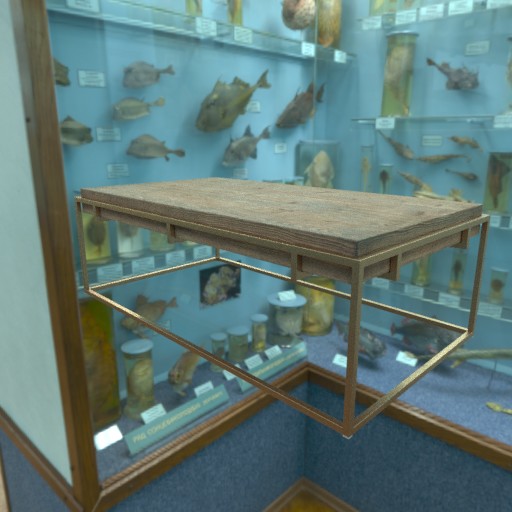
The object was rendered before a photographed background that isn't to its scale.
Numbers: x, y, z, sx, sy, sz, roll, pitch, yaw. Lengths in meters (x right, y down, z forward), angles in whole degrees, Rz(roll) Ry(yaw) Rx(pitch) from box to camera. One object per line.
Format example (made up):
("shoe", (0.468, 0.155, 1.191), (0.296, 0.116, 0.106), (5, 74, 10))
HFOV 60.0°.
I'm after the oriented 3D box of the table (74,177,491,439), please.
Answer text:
("table", (0.000, 0.000, 1.702), (0.775, 0.468, 1.387), (-15, 21, -43))
